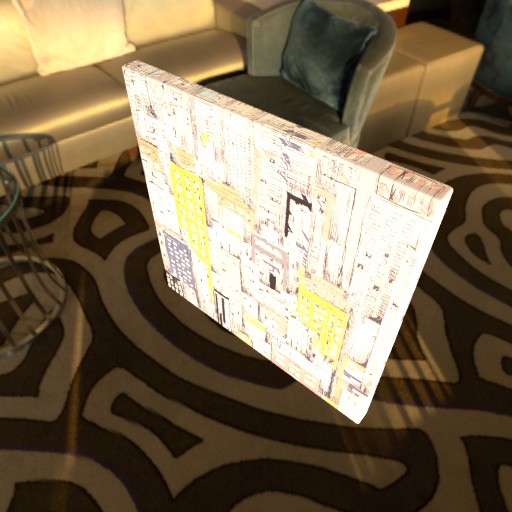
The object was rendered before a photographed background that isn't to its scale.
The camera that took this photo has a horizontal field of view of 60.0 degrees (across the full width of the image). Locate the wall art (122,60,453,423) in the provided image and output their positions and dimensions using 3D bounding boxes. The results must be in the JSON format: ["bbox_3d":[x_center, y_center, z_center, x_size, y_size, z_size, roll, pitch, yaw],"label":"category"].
[{"bbox_3d":[0.000,0.000,0.886,0.607,0.608,0.038,31,53,27],"label":"wall art"}]
